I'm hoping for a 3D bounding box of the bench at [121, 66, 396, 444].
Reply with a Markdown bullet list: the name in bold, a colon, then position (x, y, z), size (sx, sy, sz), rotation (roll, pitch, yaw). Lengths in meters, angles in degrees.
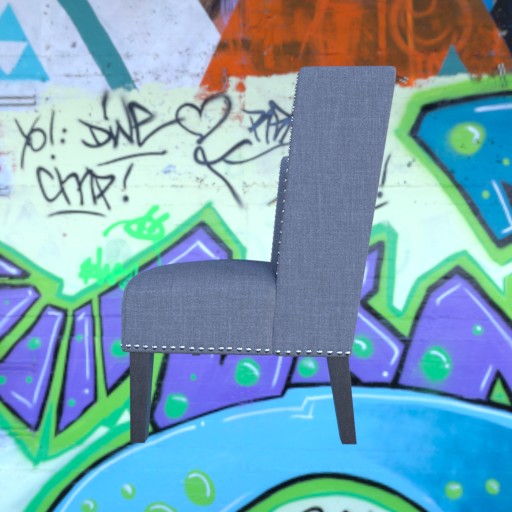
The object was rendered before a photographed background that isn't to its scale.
- **bench**: position (0.000, 0.000, 1.928), size (0.842, 1.121, 1.276), rotation (0, 0, 1)
